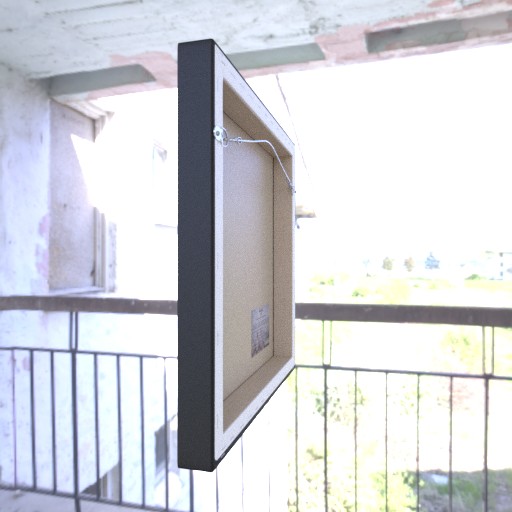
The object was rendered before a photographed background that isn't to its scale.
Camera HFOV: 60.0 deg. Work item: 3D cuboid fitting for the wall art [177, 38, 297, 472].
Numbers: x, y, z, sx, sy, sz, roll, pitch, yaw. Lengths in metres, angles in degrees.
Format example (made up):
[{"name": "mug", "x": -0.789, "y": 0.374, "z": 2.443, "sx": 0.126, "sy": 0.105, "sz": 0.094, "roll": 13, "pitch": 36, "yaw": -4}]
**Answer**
[{"name": "wall art", "x": 0.000, "y": 0.000, "z": 0.610, "sx": 0.041, "sy": 0.407, "sz": 0.406, "roll": 0, "pitch": 0, "yaw": 16}]
